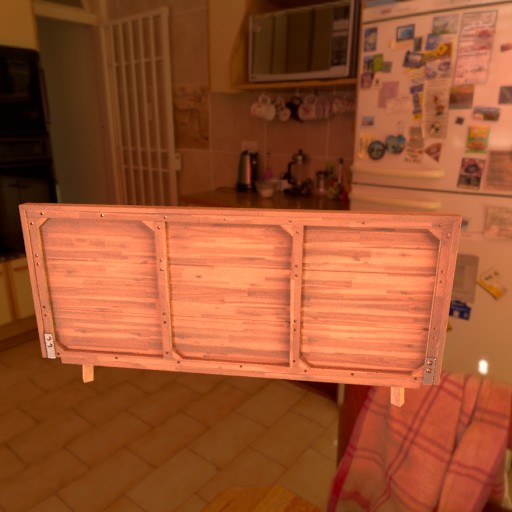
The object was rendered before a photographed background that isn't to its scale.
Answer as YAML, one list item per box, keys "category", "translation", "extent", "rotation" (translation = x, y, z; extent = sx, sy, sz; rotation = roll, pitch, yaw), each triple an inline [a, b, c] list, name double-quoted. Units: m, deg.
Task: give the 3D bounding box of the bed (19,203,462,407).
- category: "bed"
  translation: [0.000, 0.000, 3.269]
  extent: [2.116, 1.100, 2.167]
  rotation: [2, 17, 7]
